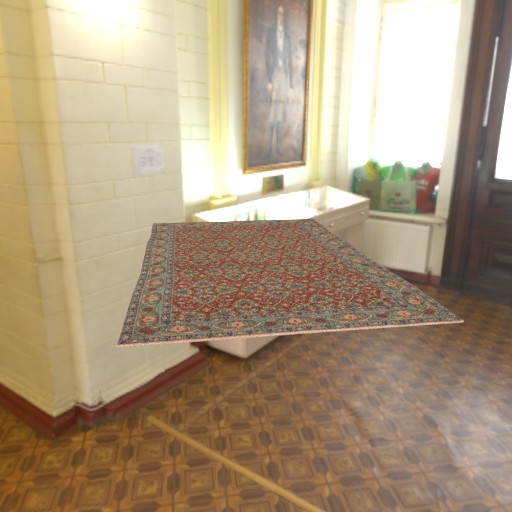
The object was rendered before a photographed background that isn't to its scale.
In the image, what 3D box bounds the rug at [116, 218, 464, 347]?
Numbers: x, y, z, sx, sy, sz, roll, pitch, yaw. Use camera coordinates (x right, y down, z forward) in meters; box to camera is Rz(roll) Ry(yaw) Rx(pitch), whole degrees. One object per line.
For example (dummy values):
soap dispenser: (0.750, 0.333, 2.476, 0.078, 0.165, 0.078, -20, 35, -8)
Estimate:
rug: (0.000, 0.000, 3.048, 1.533, 0.011, 2.439, -3, 16, -9)
